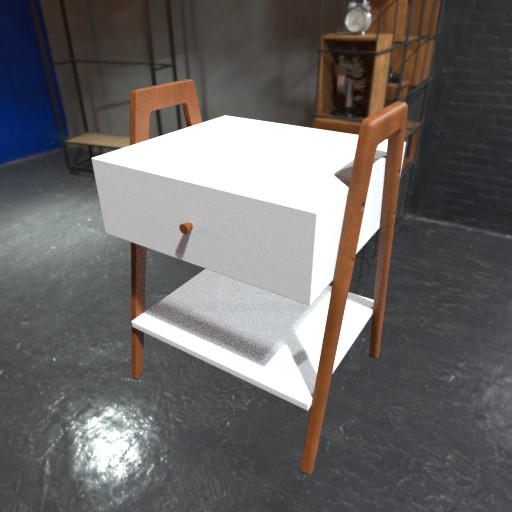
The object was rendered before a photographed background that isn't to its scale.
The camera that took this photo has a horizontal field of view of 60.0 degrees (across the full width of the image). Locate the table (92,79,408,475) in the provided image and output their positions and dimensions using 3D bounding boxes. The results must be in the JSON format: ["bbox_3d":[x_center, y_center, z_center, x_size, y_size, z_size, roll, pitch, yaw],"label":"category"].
[{"bbox_3d":[0.000,0.000,0.887,0.457,0.610,0.405,18,34,28],"label":"table"}]
